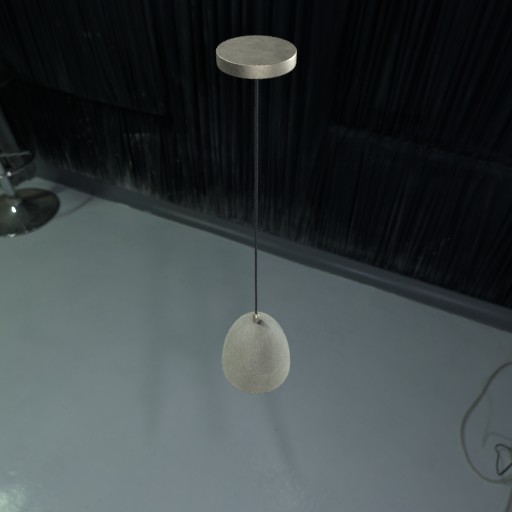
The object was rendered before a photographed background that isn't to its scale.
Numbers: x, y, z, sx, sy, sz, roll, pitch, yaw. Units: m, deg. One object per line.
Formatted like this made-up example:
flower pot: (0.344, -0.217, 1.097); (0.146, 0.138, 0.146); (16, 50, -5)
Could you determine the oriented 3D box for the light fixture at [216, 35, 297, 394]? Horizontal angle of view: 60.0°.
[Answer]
light fixture: (0.000, 0.000, 0.847); (0.170, 0.759, 0.170); (17, 47, 16)
